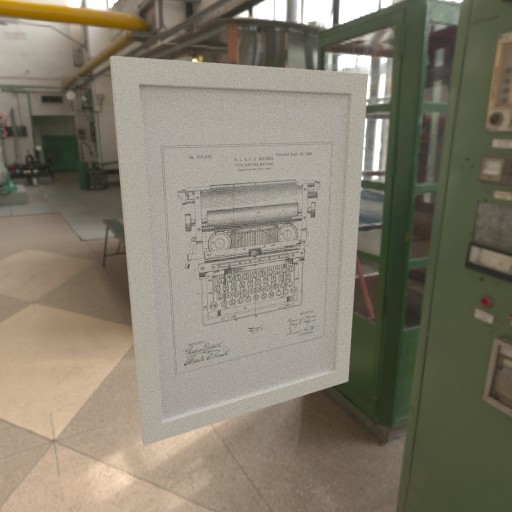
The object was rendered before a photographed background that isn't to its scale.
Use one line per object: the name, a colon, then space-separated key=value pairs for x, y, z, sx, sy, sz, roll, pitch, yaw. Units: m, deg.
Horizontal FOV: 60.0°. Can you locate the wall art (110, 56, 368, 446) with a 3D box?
wall art: x=0.000 y=0.000 z=0.673 sx=0.381 sy=0.533 sz=0.013 roll=-8 pitch=18 yaw=-26
